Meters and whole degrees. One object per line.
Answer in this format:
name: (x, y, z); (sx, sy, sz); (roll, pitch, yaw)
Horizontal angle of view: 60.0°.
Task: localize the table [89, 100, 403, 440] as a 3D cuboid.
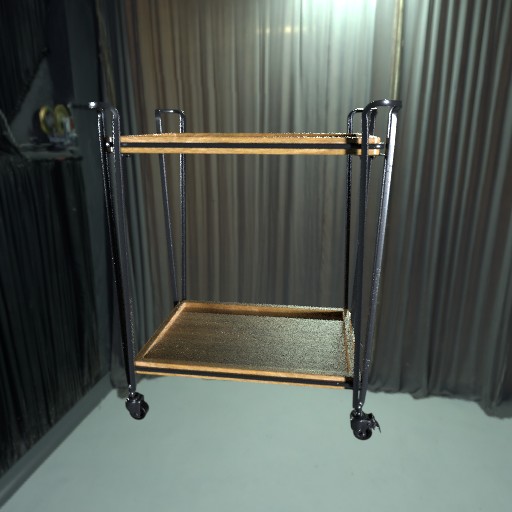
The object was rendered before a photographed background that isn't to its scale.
table: (0.000, 0.000, 1.223); (0.672, 0.785, 0.505); (2, 17, 8)
